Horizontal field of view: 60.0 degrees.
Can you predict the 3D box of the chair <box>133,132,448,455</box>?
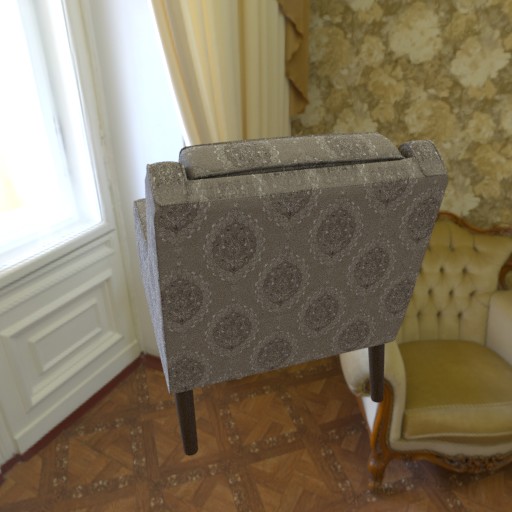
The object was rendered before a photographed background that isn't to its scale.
[{"bbox_3d":[0.000,0.000,1.339,0.665,0.797,0.750,-9,28,-17],"label":"chair"}]
